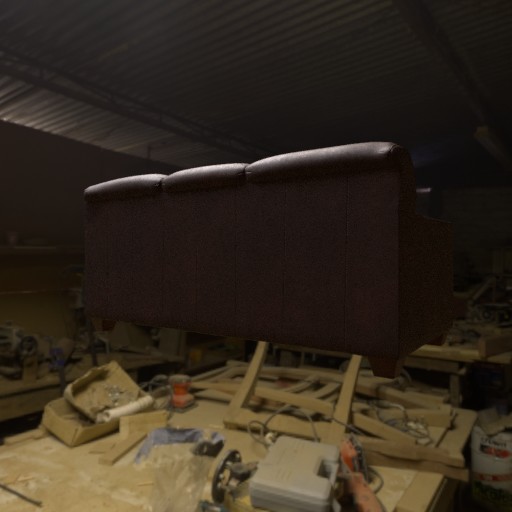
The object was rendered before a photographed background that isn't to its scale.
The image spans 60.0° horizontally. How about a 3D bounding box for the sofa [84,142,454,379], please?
[{"bbox_3d":[0.000,0.000,2.629,2.039,0.953,1.008,0,0,35],"label":"sofa"}]
